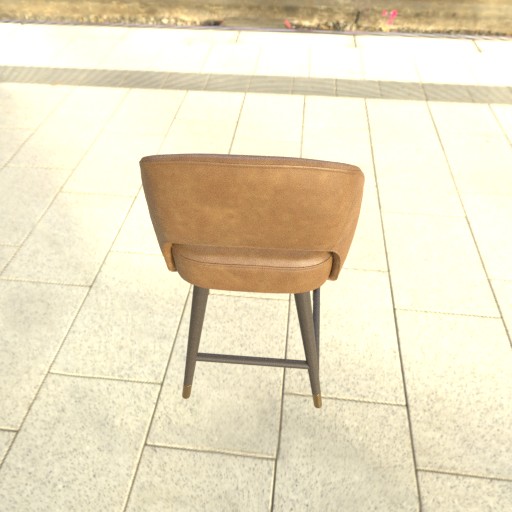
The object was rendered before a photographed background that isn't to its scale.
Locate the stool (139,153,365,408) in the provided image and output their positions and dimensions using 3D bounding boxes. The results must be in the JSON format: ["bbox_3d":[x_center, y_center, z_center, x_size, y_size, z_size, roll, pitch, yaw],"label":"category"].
[{"bbox_3d":[0.000,0.000,1.229,0.494,0.940,0.509,3,45,3],"label":"stool"}]
